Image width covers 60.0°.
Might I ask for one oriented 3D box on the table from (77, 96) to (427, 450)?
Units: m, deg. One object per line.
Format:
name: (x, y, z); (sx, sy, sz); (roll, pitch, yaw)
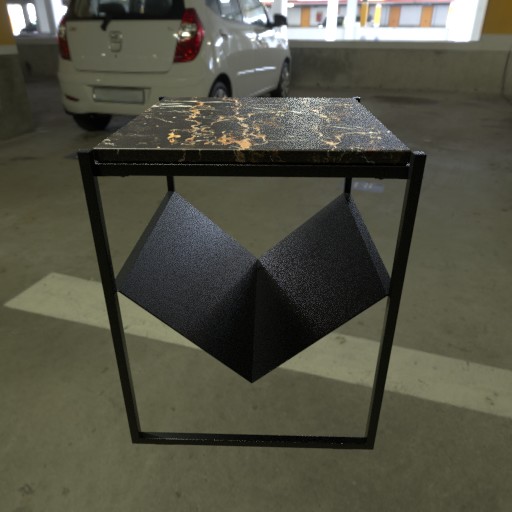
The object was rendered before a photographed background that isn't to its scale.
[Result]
table: (0.000, 0.000, 0.876); (0.432, 0.534, 0.469); (1, 28, 2)
